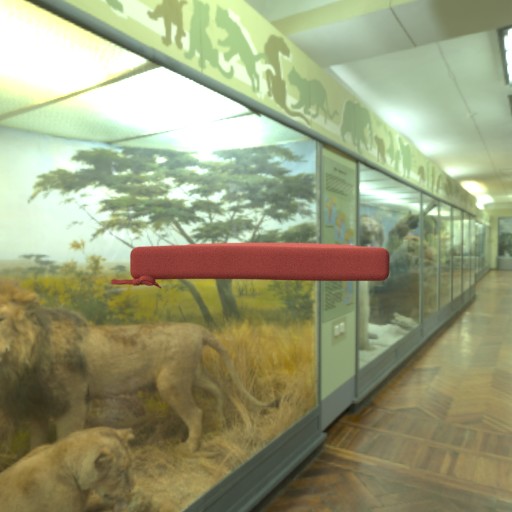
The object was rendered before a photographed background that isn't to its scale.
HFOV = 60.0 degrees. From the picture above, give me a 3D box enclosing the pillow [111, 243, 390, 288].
[{"bbox_3d":[0.000,0.000,1.335,0.492,0.081,1.187,0,2,1],"label":"pillow"}]
